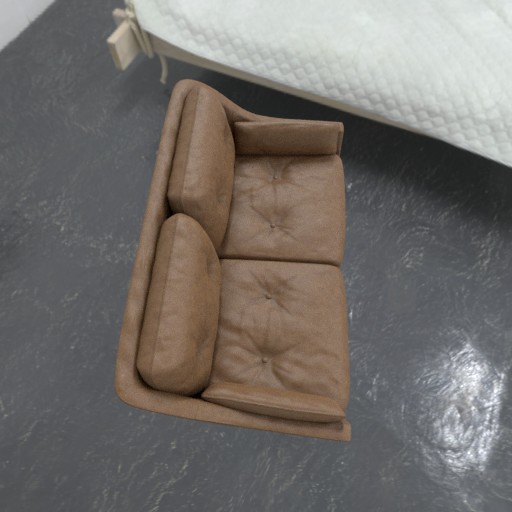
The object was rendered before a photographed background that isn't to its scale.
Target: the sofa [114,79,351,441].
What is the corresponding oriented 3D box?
[{"bbox_3d":[0.000,0.000,2.294,0.981,0.886,1.731,3,64,2],"label":"sofa"}]
